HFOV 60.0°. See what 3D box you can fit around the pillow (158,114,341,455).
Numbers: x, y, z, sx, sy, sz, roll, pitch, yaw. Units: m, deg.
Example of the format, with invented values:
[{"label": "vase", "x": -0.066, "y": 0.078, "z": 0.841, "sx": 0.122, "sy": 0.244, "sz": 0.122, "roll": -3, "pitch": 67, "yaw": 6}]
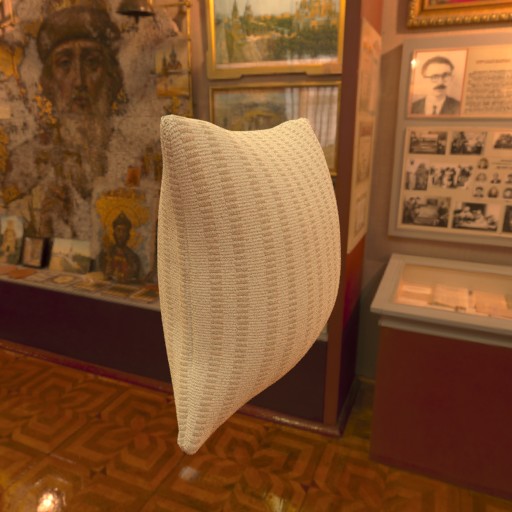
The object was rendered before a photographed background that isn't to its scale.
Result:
[{"label": "pillow", "x": 0.000, "y": 0.000, "z": 0.696, "sx": 0.247, "sy": 0.419, "sz": 0.438, "roll": 8, "pitch": 19, "yaw": 24}]
